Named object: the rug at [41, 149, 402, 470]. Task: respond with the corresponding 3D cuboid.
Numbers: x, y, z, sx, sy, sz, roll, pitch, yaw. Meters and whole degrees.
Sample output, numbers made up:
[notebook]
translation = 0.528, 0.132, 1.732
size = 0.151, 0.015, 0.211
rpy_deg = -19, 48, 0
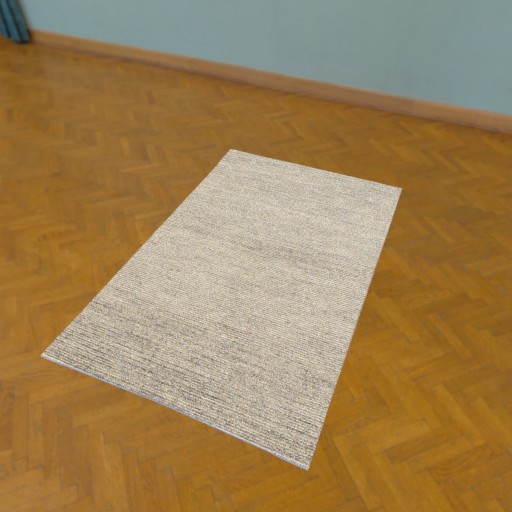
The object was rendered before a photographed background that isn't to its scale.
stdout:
[rug]
translation = 0.000, 0.000, 2.259
size = 1.162, 0.022, 1.804
rpy_deg = 17, 46, 17
